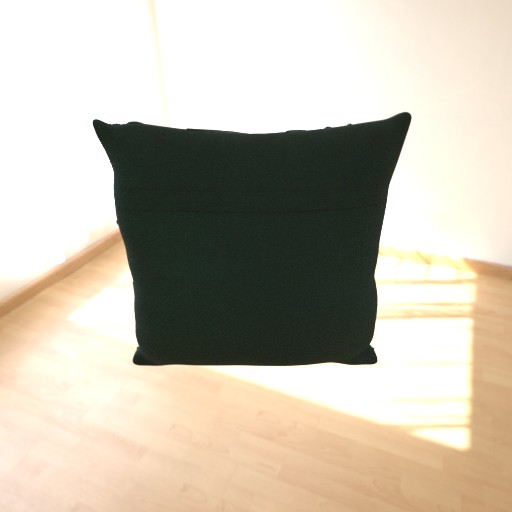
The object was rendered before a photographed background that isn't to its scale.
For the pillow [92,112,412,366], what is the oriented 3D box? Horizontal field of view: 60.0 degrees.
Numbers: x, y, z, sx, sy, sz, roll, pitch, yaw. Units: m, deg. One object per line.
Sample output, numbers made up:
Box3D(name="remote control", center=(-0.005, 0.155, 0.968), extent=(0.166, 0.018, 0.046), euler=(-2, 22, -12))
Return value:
Box3D(name="pillow", center=(0.000, 0.000, 0.700), extent=(0.439, 0.440, 0.184), euler=(-1, 29, -1))
